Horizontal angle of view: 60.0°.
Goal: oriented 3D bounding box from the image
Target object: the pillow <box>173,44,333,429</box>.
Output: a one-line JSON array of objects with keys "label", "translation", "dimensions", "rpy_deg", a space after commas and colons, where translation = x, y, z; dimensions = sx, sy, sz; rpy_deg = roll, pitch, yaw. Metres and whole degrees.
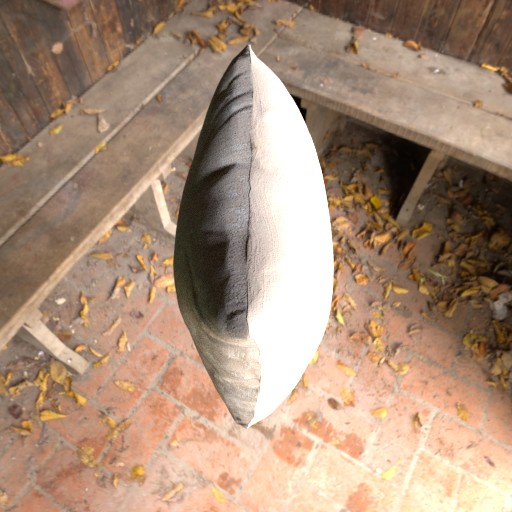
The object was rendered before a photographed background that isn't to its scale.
[{"label": "pillow", "translation": [0.000, 0.000, 0.708], "dimensions": [0.245, 0.448, 0.450], "rpy_deg": [2, 59, 1]}]
